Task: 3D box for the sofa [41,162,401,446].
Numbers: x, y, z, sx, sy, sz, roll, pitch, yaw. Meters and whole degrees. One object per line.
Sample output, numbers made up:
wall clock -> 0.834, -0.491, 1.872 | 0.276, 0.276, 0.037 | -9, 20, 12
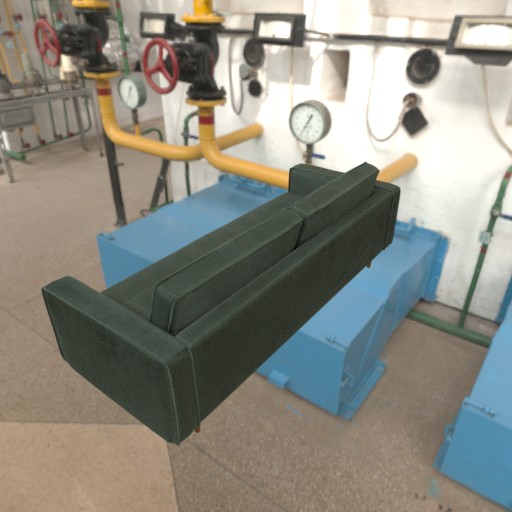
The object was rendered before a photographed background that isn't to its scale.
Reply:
sofa -> 0.000, 0.000, 2.656 | 0.886, 0.781, 2.214 | 21, 37, 32
